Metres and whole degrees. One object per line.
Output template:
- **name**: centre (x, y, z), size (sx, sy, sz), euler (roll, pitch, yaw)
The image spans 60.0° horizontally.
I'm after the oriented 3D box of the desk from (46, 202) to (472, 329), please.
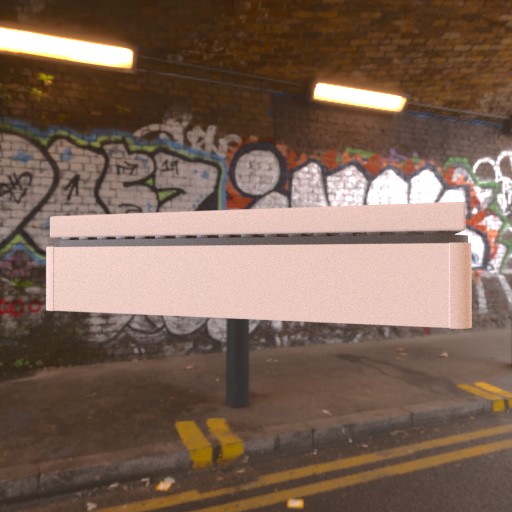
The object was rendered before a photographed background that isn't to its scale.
- **desk**: centre (0.000, 0.000, 2.274), size (1.900, 0.526, 0.900), euler (0, 0, 18)
